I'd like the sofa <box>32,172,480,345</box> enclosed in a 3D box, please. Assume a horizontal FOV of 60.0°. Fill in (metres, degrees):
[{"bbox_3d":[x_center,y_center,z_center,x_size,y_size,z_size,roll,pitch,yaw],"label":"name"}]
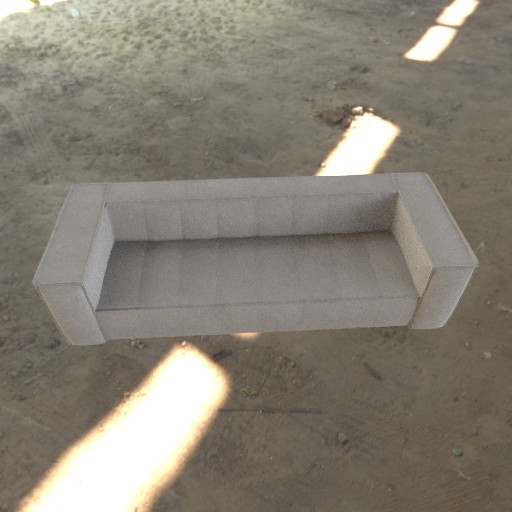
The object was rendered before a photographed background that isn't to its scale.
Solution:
[{"bbox_3d":[0.000,0.000,3.179,2.697,0.680,1.038,-2,46,-2],"label":"sofa"}]
